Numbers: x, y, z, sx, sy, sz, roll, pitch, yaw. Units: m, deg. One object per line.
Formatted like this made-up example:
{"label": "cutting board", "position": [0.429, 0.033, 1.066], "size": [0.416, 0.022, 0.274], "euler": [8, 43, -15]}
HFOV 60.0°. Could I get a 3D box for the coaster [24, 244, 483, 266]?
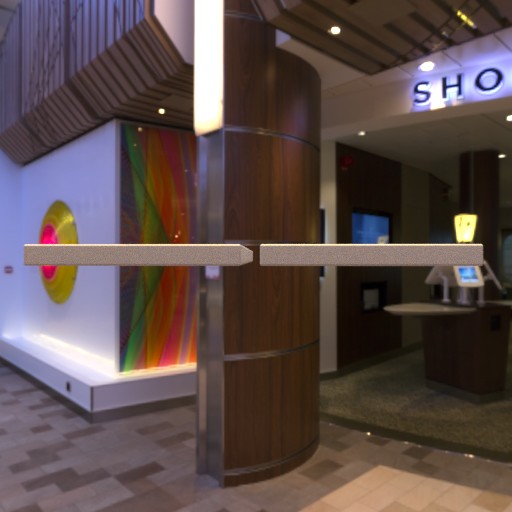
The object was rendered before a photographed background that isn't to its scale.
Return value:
{"label": "coaster", "position": [0.000, 0.000, 0.314], "size": [0.214, 0.010, 0.219], "euler": [0, 0, 1]}
